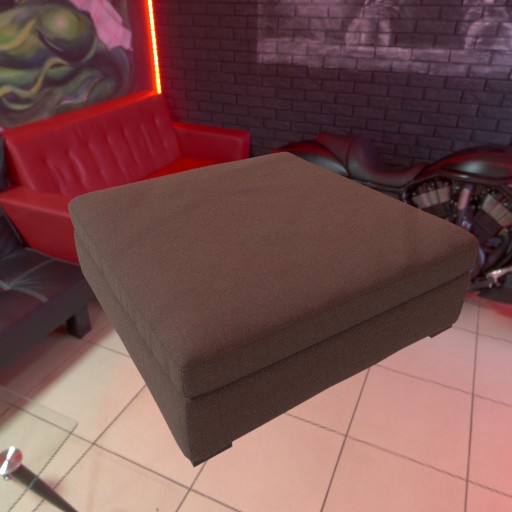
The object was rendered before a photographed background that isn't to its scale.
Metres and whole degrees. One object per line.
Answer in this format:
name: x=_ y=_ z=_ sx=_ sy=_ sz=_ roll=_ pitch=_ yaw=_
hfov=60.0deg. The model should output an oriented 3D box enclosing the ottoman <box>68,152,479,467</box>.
ottoman: x=0.000 y=0.000 z=1.789 sx=1.181 sy=0.470 sz=1.181 roll=-18 pitch=35 yaw=-28
